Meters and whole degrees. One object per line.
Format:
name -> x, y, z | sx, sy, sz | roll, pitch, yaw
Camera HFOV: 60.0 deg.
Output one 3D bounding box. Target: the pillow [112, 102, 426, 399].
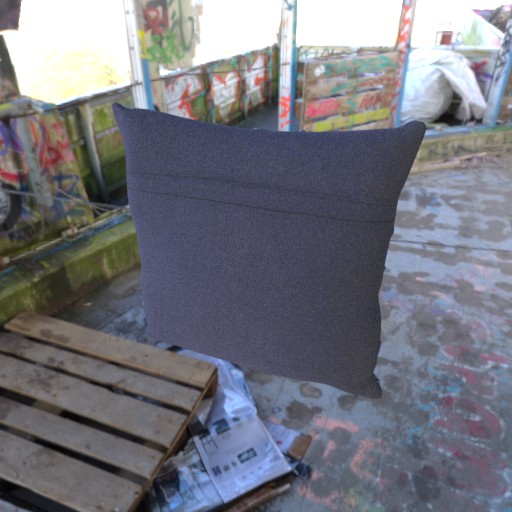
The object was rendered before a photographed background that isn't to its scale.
pillow -> 0.000, 0.000, 0.680 | 0.439, 0.440, 0.183 | 10, 32, 17
